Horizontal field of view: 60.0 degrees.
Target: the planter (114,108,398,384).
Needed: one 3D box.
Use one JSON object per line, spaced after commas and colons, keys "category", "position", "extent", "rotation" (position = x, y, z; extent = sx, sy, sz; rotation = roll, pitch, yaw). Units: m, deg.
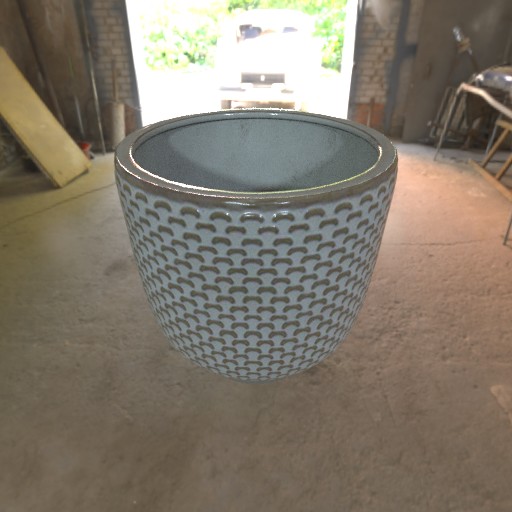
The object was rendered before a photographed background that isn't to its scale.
{"category": "planter", "position": [0.000, 0.000, 0.363], "extent": [0.197, 0.191, 0.197], "rotation": [0, 32, 0]}
